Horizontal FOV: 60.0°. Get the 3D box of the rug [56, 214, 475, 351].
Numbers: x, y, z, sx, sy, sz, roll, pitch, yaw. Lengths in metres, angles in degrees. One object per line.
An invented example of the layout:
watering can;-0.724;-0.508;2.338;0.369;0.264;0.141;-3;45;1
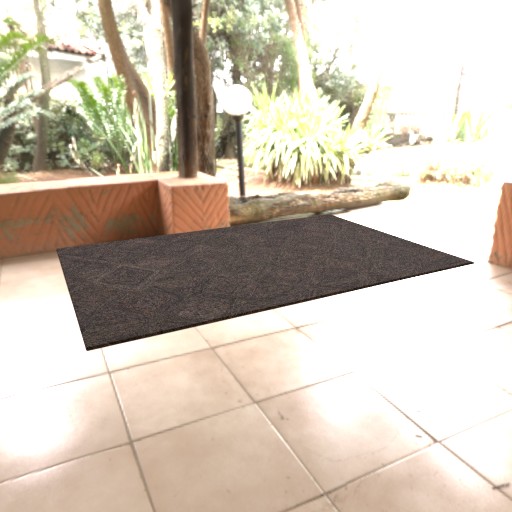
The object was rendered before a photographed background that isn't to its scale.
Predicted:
rug;0.000;0.000;2.897;2.298;0.017;1.501;-9;20;-26
